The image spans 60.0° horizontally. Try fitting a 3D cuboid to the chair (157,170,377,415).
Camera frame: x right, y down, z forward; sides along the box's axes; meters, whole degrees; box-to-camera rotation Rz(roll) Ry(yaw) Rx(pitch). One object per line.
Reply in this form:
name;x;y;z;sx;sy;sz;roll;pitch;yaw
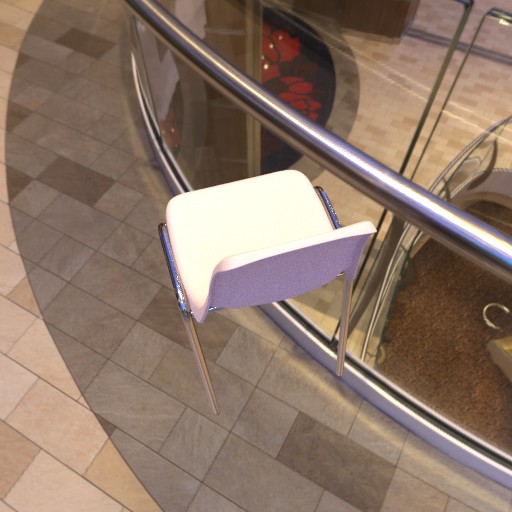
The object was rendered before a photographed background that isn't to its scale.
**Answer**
chair;0.000;0.000;0.962;0.381;0.704;0.436;-14;59;-9
